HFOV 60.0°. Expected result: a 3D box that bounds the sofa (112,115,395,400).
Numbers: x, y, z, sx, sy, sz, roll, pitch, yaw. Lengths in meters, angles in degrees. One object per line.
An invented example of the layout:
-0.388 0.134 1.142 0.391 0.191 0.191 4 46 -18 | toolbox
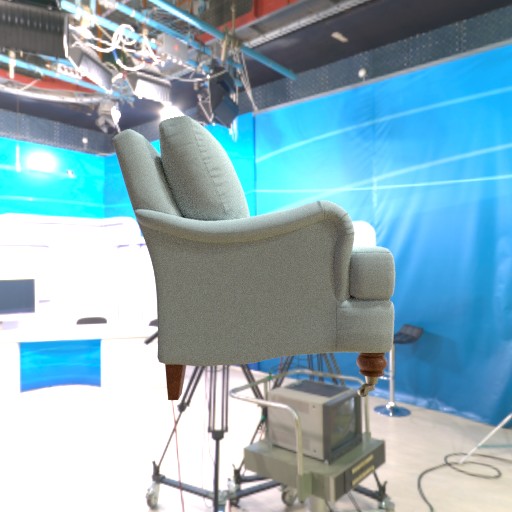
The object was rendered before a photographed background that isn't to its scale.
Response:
0.000 0.000 2.537 1.084 1.101 1.853 0 0 0 | sofa
